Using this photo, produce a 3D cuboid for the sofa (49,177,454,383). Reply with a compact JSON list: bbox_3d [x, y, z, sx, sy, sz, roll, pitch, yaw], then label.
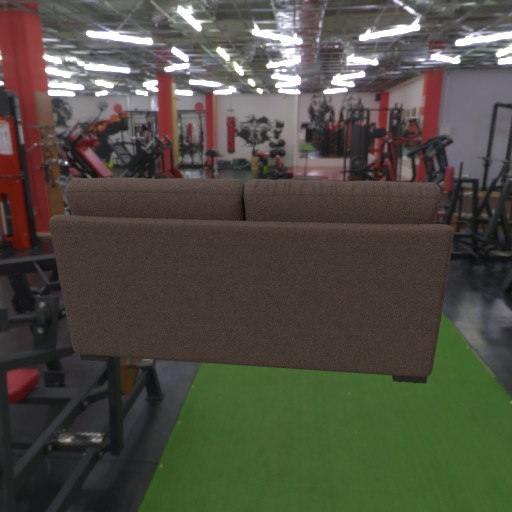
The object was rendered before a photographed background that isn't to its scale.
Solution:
[{"bbox_3d":[0.000,0.000,2.544,1.869,0.950,1.140,2,16,7],"label":"sofa"}]
